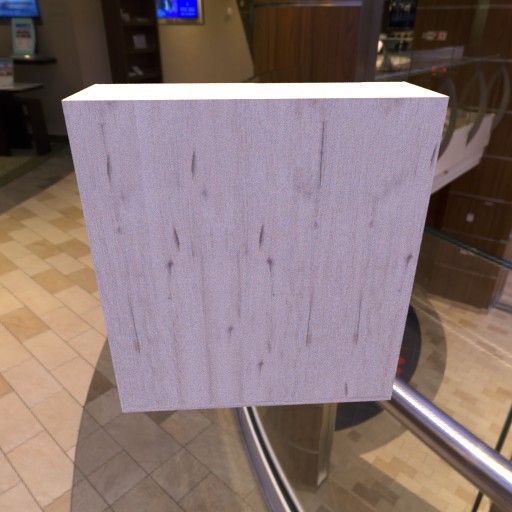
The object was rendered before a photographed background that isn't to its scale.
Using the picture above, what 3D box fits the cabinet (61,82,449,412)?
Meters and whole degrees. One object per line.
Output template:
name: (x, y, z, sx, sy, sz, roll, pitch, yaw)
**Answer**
cabinet: (0.000, 0.000, 3.081, 2.000, 2.180, 0.660, -2, 28, -3)
